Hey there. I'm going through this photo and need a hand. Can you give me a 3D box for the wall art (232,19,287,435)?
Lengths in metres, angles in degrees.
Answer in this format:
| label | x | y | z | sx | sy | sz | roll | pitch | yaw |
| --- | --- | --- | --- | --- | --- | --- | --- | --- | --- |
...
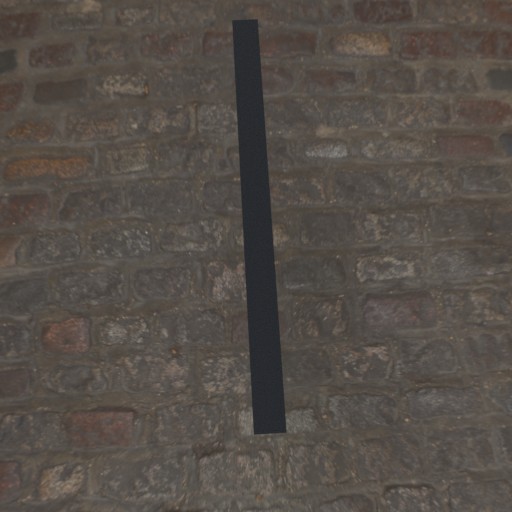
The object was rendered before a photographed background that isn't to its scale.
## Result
| label | x | y | z | sx | sy | sz | roll | pitch | yaw |
| --- | --- | --- | --- | --- | --- | --- | --- | --- | --- |
| wall art | 0.000 | 0.000 | 0.691 | 0.030 | 0.458 | 0.462 | -3 | 75 | -1 |
